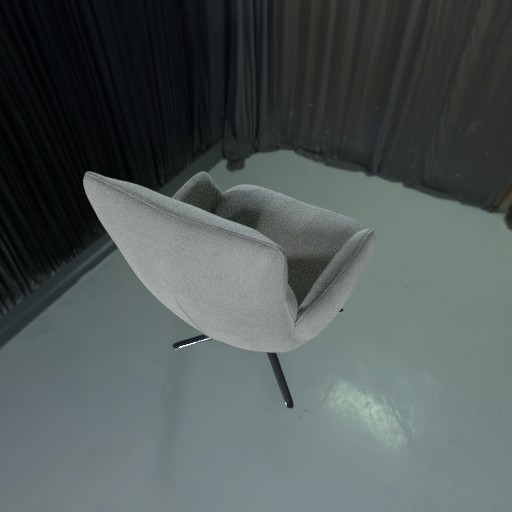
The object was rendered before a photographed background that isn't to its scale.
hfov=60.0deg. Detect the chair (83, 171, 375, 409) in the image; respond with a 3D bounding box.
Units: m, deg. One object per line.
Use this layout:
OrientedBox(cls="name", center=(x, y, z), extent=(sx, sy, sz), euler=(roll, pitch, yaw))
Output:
OrientedBox(cls="chair", center=(0.000, 0.000, 1.565), extent=(0.711, 1.016, 0.889), euler=(22, 50, 20))
